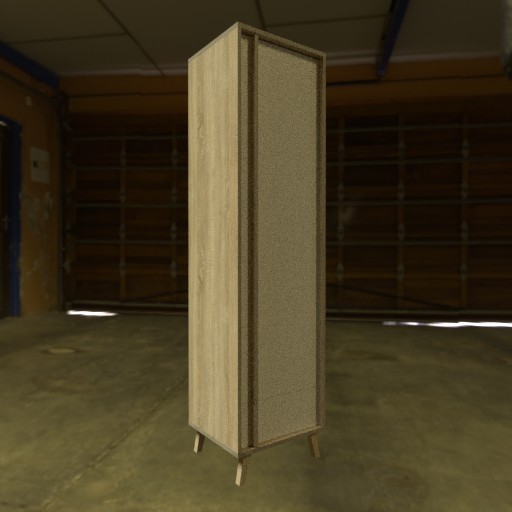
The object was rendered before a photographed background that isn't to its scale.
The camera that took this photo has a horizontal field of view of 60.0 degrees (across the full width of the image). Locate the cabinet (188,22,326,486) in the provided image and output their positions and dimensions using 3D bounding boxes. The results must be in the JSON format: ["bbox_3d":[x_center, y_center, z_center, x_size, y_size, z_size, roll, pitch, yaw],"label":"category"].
[{"bbox_3d":[0.000,0.000,2.188,0.510,1.960,0.450,0,1,-36],"label":"cabinet"}]
